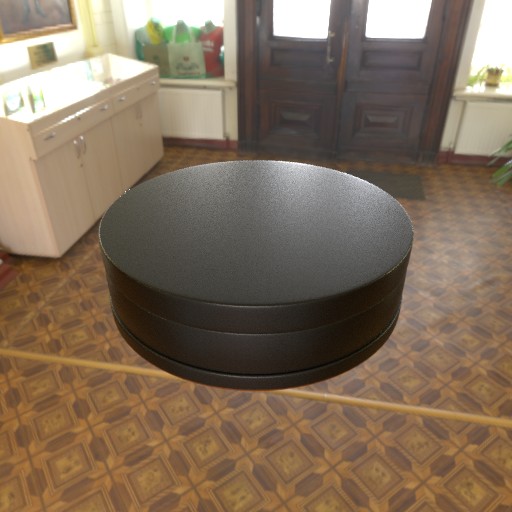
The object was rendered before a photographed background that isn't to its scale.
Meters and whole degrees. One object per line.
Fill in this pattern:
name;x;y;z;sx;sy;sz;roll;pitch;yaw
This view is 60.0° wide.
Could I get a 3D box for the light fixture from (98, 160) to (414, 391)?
light fixture;0.000;0.000;0.436;0.283;0.097;0.283;0;32;0
